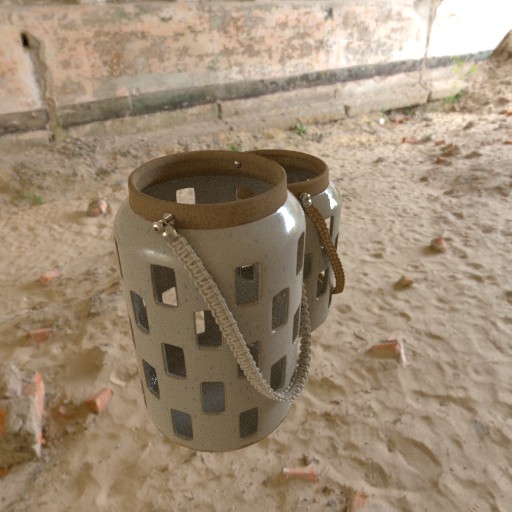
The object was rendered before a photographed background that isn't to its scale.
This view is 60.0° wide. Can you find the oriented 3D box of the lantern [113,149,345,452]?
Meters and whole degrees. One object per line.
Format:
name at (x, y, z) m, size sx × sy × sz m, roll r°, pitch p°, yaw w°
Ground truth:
lantern at (0.000, 0.000, 0.498) m, size 0.184 × 0.255 × 0.347 m, roll 11°, pitch 33°, yaw 18°
